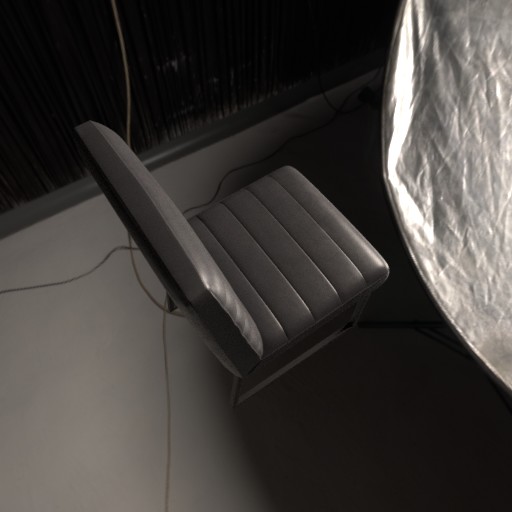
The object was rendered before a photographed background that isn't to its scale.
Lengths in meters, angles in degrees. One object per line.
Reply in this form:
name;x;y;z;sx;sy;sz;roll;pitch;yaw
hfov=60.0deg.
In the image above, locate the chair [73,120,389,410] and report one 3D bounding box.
chair;0.000;0.000;1.302;0.634;0.930;0.520;-30;63;-17
